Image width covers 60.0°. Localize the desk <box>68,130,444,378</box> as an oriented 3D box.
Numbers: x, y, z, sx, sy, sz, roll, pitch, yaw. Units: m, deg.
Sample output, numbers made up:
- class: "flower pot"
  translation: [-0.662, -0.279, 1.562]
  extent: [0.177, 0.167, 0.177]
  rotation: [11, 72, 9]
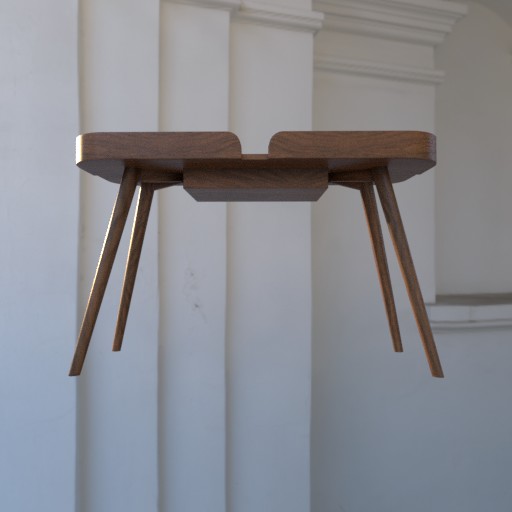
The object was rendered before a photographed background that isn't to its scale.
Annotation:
- class: "desk"
  translation: [0.000, 0.000, 1.675]
  extent: [1.256, 0.800, 0.486]
  rotation: [0, -1, 1]
